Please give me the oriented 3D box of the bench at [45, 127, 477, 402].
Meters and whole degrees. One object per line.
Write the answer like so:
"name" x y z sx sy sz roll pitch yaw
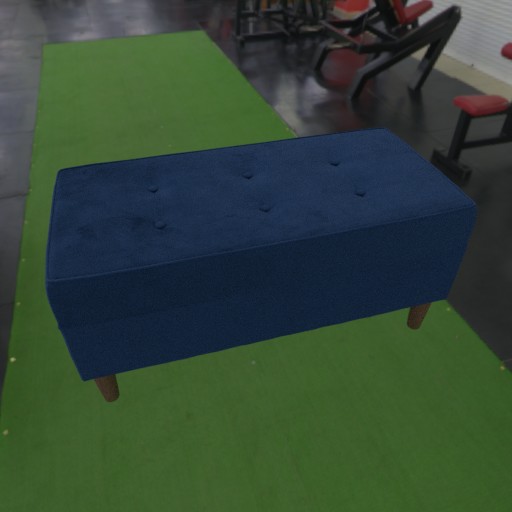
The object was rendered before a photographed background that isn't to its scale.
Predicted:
"bench" 0.000 0.000 1.274 1.010 0.467 0.489 -10 41 -12
